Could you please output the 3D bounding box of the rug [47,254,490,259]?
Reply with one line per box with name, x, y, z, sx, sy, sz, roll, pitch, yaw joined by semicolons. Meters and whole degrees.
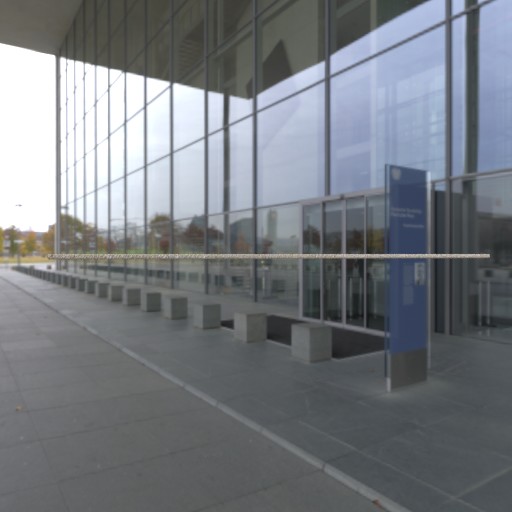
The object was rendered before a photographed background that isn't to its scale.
rug;0.000;0.000;3.390;2.699;0.025;1.800;0;0;-18
